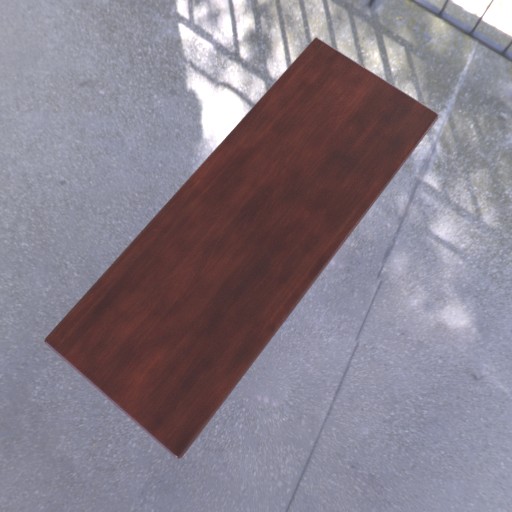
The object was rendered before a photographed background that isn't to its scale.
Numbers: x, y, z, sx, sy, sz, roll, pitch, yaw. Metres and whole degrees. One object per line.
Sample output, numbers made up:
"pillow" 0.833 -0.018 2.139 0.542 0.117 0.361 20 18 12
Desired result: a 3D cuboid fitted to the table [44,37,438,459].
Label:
"table" 0.000 0.000 1.564 0.459 0.740 1.184 37 78 10
